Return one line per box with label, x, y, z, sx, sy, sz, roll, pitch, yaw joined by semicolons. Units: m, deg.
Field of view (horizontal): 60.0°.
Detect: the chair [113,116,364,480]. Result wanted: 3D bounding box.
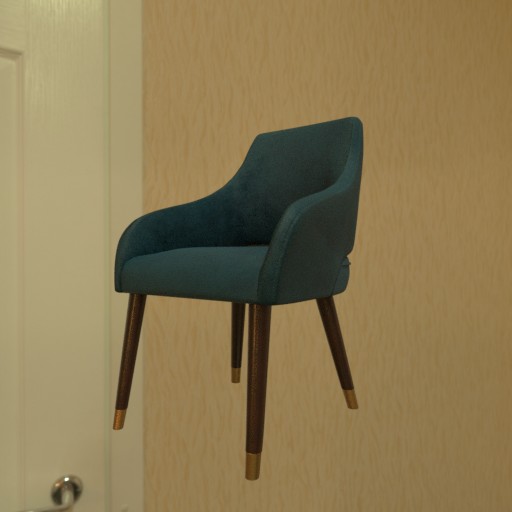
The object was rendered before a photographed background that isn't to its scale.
chair;0.000;0.000;1.547;0.683;1.081;0.794;0;1;36
